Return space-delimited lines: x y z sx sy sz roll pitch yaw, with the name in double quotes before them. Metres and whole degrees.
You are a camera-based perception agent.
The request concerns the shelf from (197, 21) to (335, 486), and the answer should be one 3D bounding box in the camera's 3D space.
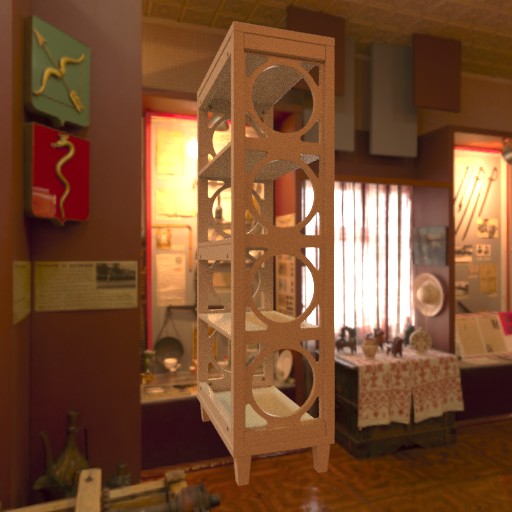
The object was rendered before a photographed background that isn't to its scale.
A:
"shelf" 0.000 0.000 1.672 0.340 1.411 0.611 0 0 -18
